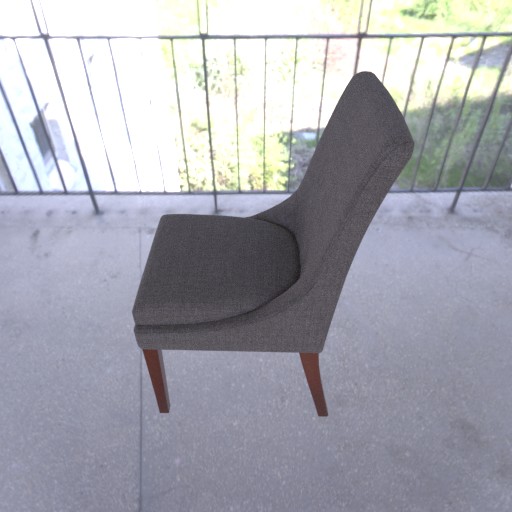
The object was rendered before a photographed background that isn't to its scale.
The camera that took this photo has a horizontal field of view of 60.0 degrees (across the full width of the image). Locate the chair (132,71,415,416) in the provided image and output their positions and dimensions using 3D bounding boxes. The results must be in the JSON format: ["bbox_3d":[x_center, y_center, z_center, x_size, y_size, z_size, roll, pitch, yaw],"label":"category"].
[{"bbox_3d":[0.000,0.000,1.328,0.655,0.952,0.508,0,40,1],"label":"chair"}]
